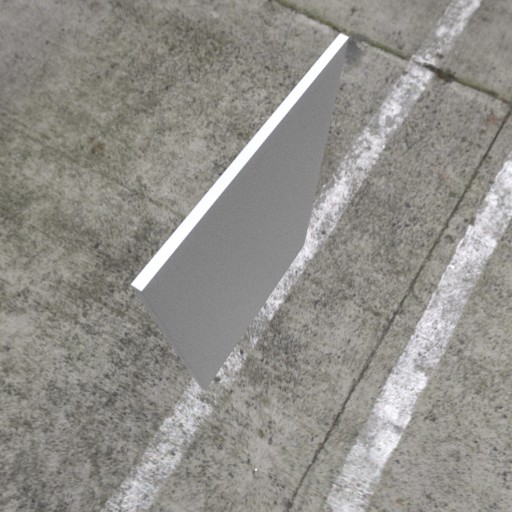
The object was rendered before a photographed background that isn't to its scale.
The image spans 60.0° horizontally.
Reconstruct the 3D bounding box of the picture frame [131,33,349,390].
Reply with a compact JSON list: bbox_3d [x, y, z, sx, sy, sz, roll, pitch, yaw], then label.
[{"bbox_3d":[0.000,0.000,0.690,0.012,0.534,0.381,30,68,14],"label":"picture frame"}]
